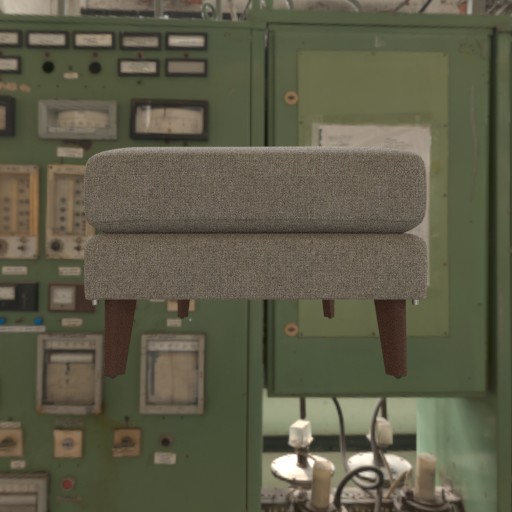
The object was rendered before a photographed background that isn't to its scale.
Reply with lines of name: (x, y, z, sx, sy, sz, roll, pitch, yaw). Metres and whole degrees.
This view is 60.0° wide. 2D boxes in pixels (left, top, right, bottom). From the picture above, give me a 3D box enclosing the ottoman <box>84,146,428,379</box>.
ottoman: (0.000, 0.000, 1.173, 0.611, 0.441, 0.821, 0, 0, 0)
